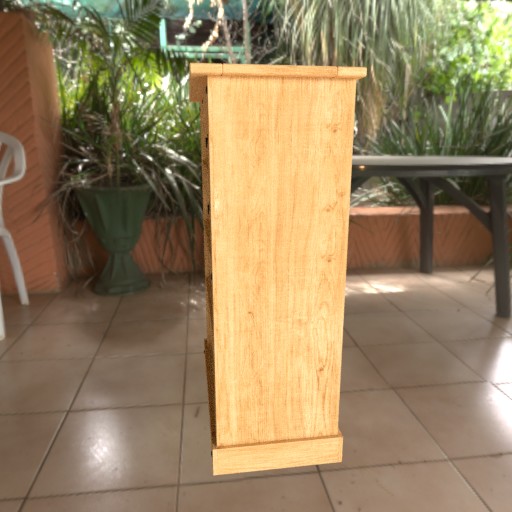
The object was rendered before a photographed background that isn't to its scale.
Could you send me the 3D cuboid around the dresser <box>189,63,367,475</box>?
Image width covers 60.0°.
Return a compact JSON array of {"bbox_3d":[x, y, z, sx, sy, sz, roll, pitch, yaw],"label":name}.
[{"bbox_3d":[0.000,0.000,1.788,0.485,1.300,0.915,-2,15,-8],"label":"dresser"}]
